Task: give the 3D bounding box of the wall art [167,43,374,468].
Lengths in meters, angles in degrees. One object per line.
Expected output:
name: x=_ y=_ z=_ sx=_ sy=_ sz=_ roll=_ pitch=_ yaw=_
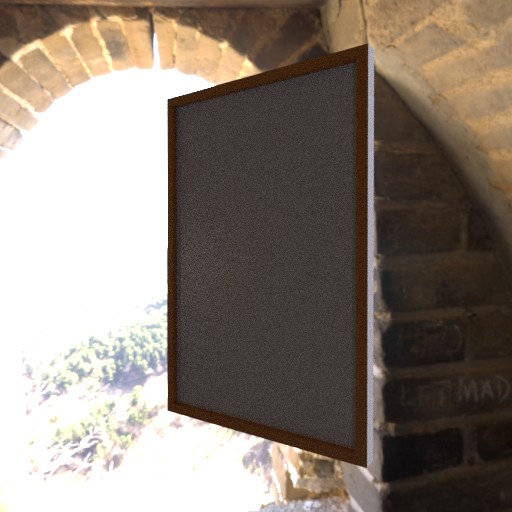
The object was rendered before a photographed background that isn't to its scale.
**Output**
wall art: x=0.000 y=0.000 z=0.758 sx=0.405 sy=0.608 sz=0.025 roll=0 pitch=1 yaw=35
